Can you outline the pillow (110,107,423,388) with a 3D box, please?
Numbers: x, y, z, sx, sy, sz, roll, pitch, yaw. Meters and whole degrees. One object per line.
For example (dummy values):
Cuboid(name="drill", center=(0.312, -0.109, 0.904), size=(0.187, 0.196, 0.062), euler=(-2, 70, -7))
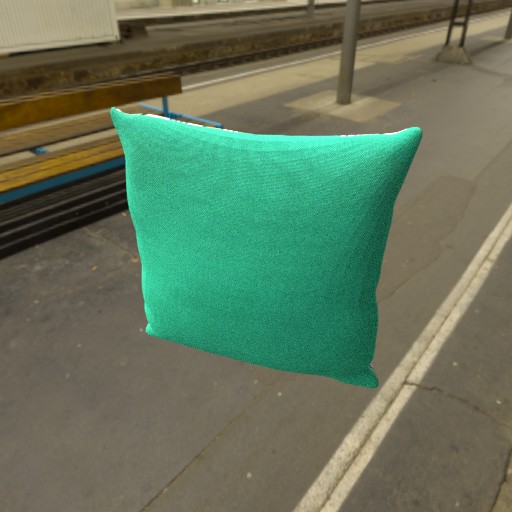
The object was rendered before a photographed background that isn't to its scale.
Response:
Cuboid(name="pillow", center=(0.000, 0.000, 0.698), size=(0.440, 0.441, 0.182), euler=(9, 34, 14))
